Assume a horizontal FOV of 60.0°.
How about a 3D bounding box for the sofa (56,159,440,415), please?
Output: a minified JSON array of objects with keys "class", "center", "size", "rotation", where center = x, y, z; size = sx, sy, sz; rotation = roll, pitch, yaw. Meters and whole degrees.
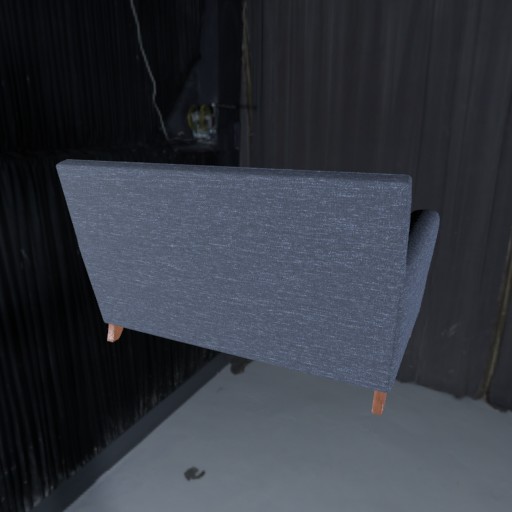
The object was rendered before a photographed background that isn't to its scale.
[{"class":"sofa","center":[0.000,0.000,1.963],"size":[1.420,0.846,0.875],"rotation":[8,18,25]}]
